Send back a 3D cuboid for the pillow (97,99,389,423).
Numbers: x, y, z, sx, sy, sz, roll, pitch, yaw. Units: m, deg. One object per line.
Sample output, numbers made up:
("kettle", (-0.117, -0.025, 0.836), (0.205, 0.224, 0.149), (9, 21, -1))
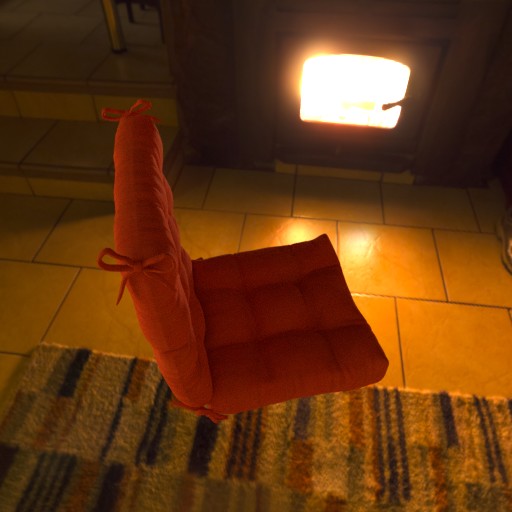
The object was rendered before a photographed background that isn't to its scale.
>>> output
("pillow", (0.000, 0.000, 1.025), (0.571, 0.605, 0.519), (-9, 47, -9))
